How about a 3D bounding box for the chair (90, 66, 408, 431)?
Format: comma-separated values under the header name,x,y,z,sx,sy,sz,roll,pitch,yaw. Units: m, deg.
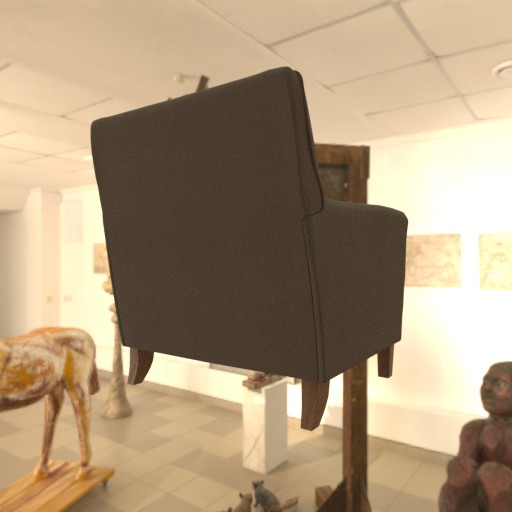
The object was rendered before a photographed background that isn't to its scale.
name,x,y,z,sx,sy,sz,roll,pitch,yaw
chair,0.000,0.000,1.582,0.836,0.911,0.831,0,0,35
